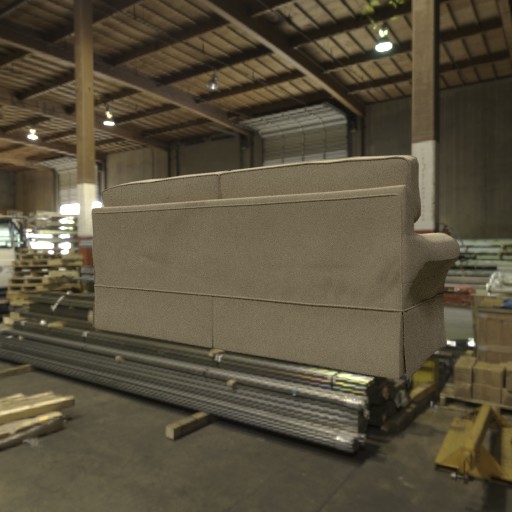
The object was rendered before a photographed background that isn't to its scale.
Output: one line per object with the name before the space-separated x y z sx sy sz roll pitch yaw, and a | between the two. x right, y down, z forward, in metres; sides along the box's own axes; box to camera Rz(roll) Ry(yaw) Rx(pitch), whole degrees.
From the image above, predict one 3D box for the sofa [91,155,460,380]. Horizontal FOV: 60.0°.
sofa | 0.000 0.000 2.802 2.246 1.014 0.900 1 2 34
